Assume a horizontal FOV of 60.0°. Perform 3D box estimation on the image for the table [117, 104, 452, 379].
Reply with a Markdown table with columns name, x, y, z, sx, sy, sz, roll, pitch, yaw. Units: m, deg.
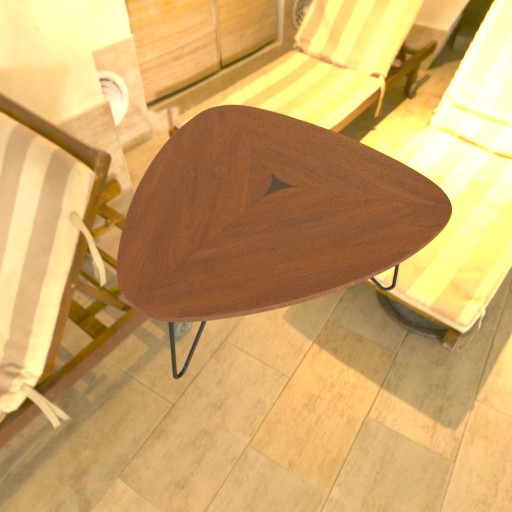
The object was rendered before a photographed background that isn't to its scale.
| name | x | y | z | sx | sy | sz | roll | pitch | yaw |
| --- | --- | --- | --- | --- | --- | --- | --- | --- | --- |
| table | 0.000 | 0.000 | 1.291 | 0.833 | 0.413 | 0.821 | 30 | 54 | 25 |
